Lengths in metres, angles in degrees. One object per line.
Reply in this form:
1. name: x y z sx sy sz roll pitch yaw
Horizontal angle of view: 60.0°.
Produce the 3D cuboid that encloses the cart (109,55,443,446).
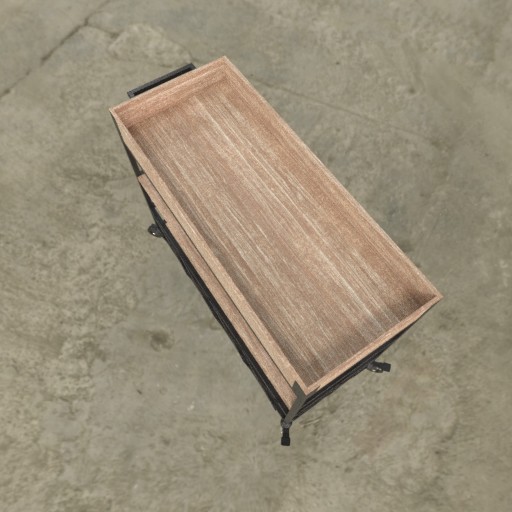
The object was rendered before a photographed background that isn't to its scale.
1. cart: 0.000 0.000 1.515 0.500 0.787 1.101 -31 68 -14
